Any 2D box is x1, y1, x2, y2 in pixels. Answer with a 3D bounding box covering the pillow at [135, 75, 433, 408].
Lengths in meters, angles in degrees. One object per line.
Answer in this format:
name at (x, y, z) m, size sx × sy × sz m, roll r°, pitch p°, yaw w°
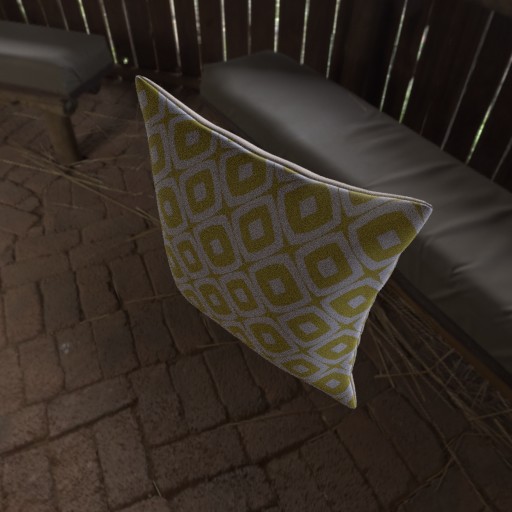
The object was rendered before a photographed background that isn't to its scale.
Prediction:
pillow at (0.000, 0.000, 0.769) m, size 0.504 × 0.494 × 0.188 m, roll 32°, pitch 54°, yaw 27°
